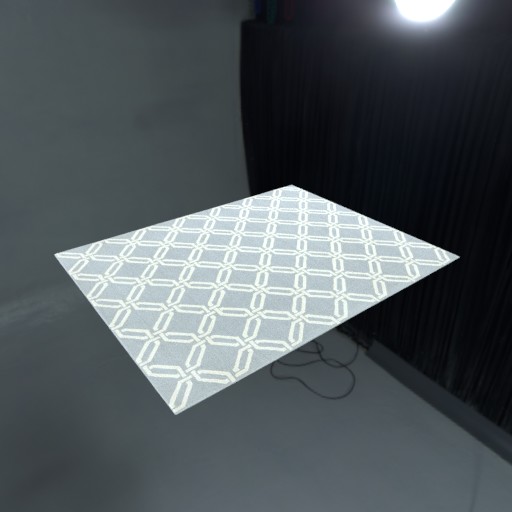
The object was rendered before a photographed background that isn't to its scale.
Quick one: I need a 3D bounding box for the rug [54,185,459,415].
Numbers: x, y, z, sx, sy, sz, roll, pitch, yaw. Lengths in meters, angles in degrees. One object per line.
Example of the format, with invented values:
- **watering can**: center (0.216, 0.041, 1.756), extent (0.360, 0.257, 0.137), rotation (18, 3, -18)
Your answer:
- **rug**: center (0.000, 0.000, 4.030), extent (2.895, 0.018, 2.288), rotation (-21, 36, -32)
